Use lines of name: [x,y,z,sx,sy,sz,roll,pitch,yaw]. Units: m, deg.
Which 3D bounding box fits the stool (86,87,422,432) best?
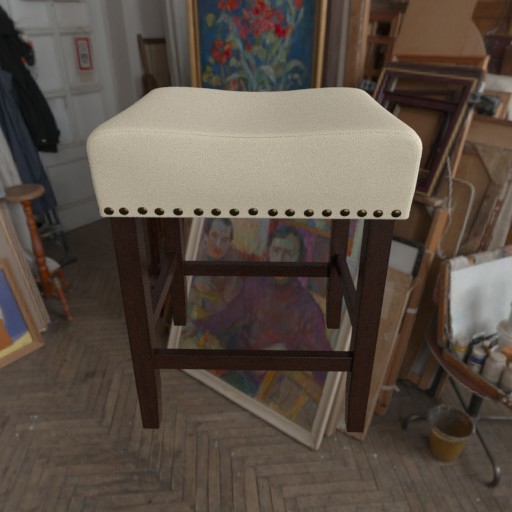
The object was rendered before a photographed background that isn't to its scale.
stool: [0.000,0.000,0.913,0.471,0.609,0.401,1,29,1]
